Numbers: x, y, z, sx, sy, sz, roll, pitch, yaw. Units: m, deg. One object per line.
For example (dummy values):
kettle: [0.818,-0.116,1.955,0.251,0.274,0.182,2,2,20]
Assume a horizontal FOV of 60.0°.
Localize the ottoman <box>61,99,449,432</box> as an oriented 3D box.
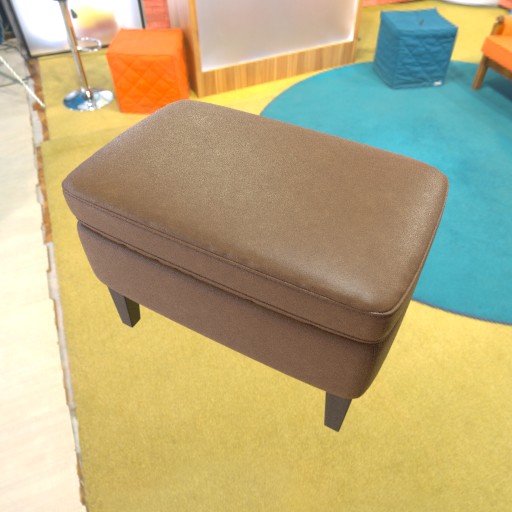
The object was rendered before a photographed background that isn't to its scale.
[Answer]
ottoman: [0.000,0.000,0.986,0.670,0.480,0.420,21,49,20]
